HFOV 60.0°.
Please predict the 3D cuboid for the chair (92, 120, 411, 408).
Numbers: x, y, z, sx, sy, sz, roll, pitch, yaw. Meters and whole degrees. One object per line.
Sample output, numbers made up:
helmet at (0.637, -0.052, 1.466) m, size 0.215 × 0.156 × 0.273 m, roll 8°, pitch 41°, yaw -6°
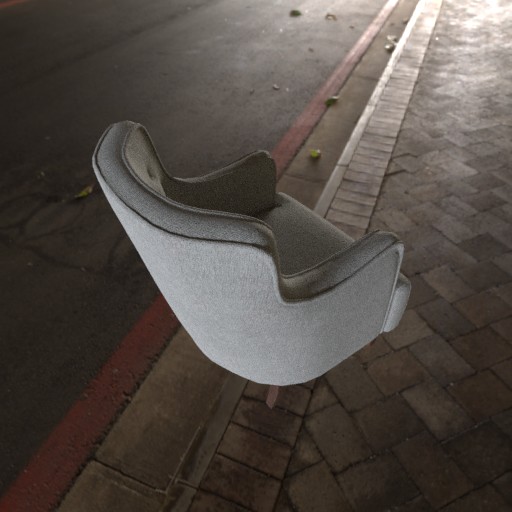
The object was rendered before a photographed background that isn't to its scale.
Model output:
chair at (0.000, 0.000, 1.601) m, size 0.910 × 0.920 × 0.820 m, roll -26°, pitch 47°, yaw -27°
